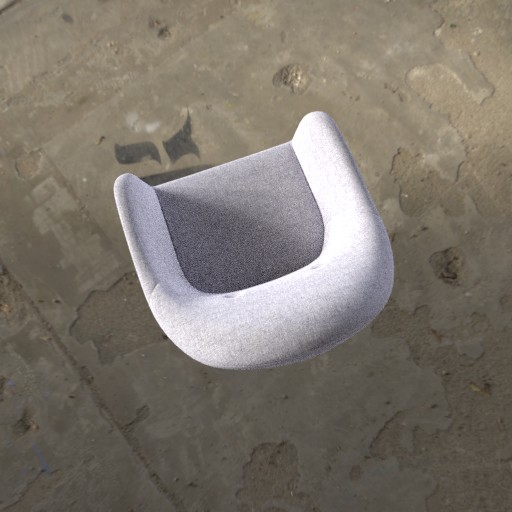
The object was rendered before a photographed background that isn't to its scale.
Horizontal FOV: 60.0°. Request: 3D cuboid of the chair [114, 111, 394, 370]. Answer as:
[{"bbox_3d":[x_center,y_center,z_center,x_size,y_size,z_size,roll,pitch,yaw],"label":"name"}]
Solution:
[{"bbox_3d":[0.000,0.000,1.165,0.540,0.780,0.570,-19,77,-5],"label":"chair"}]
